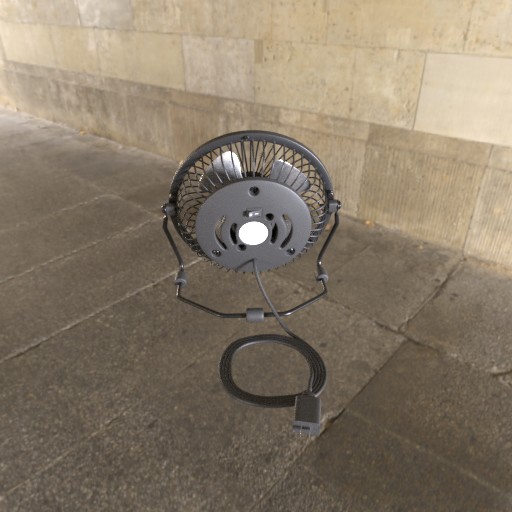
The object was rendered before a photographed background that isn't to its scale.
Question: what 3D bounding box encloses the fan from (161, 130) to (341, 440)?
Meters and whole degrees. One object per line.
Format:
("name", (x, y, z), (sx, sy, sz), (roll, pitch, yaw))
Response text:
("fan", (0.000, 0.000, 0.318), (0.153, 0.152, 0.202), (-2, 30, -3))
